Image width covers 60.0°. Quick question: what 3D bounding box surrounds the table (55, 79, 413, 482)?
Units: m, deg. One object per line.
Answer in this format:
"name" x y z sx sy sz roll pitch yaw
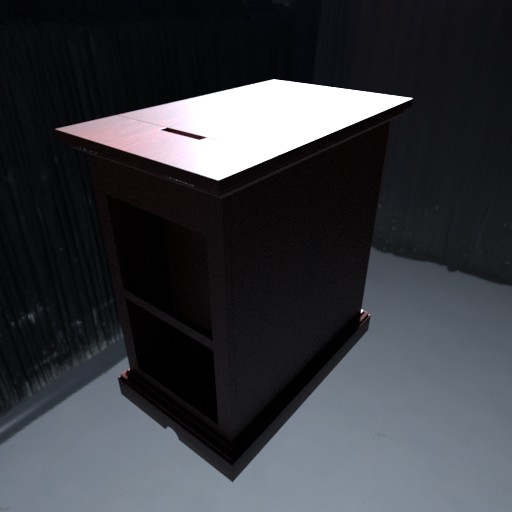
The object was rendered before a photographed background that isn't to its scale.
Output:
"table" 0.000 0.000 0.965 0.356 0.612 0.584 22 38 32
